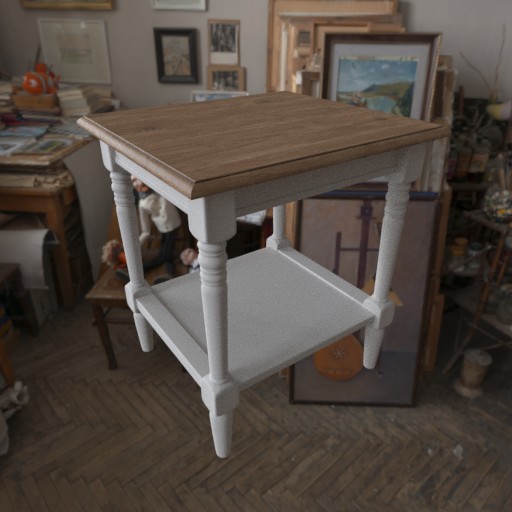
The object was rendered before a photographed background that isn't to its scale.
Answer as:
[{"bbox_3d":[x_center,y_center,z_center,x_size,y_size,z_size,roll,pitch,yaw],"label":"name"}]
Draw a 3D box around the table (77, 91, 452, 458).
[{"bbox_3d":[0.000,0.000,0.935,0.508,0.561,0.457,-19,35,-30],"label":"table"}]
